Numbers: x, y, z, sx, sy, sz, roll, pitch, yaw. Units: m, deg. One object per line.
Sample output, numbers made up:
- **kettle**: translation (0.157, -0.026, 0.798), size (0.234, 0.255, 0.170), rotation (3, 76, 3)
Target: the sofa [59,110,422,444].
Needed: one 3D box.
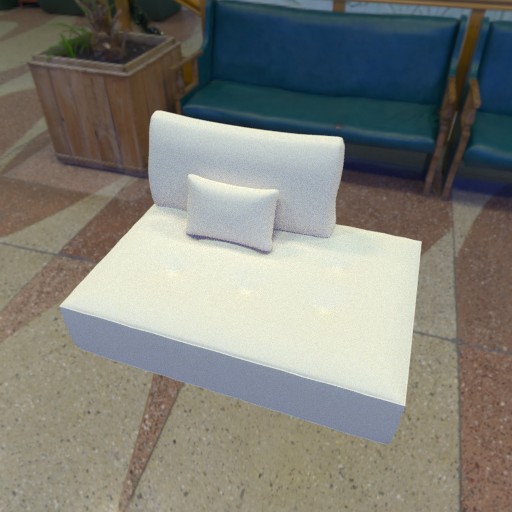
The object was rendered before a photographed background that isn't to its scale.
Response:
- **sofa**: translation (0.000, 0.000, 2.019), size (1.450, 0.820, 1.000), rotation (13, 42, 14)
